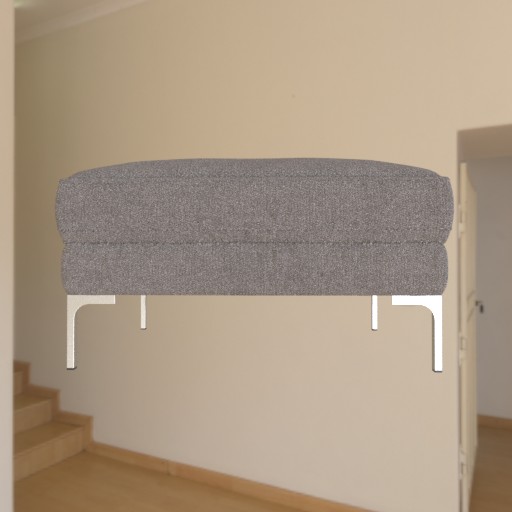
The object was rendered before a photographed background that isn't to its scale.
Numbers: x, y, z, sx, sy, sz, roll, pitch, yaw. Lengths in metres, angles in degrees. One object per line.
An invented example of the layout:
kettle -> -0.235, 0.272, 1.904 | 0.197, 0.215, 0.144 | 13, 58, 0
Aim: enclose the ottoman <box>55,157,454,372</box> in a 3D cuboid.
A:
ottoman -> 0.000, 0.000, 1.152 | 0.785, 0.464, 0.583 | 0, -1, 2
